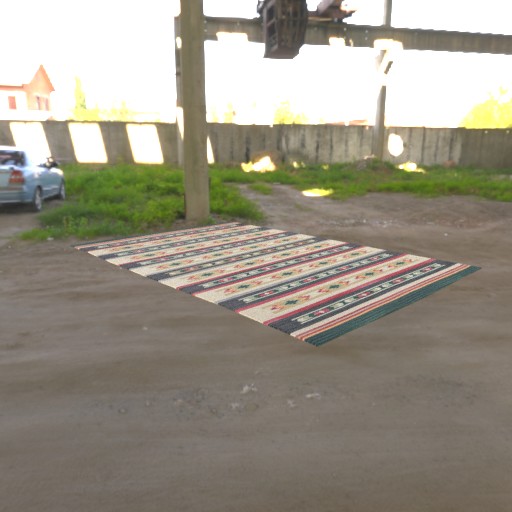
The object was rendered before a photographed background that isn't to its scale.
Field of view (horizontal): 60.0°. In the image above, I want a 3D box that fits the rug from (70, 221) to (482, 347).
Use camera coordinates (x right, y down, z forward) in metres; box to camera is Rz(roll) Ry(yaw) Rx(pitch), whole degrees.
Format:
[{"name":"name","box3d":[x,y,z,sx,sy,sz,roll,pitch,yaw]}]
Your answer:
[{"name":"rug","box3d":[0.000,0.000,2.316,1.221,0.009,1.825,-13,19,-42]}]
